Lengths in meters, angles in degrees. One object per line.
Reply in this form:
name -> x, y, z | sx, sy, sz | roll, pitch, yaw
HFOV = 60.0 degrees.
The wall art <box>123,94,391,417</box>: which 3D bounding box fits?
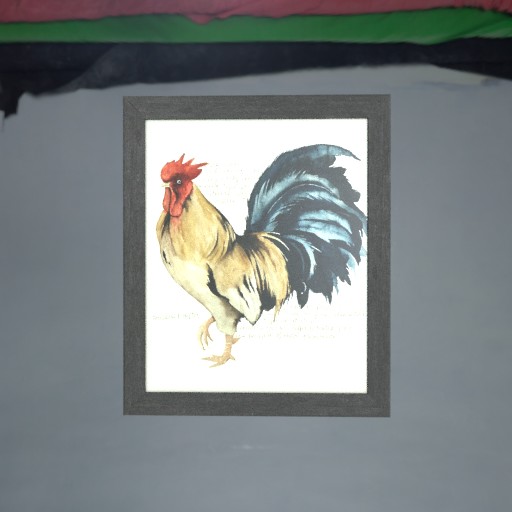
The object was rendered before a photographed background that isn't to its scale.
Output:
wall art -> 0.000, 0.000, 0.792 | 0.476, 0.570, 0.013 | 0, 0, 1
